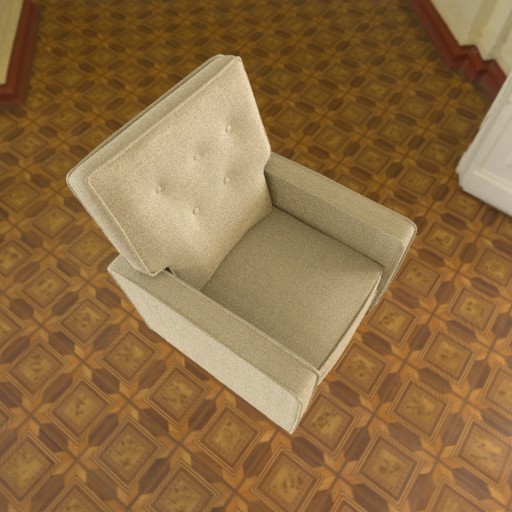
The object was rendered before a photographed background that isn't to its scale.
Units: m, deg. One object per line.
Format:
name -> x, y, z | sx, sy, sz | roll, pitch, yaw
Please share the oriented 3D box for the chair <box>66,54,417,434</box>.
chair -> 0.000, 0.000, 1.388 | 0.754, 0.888, 0.648 | 32, 64, 18
